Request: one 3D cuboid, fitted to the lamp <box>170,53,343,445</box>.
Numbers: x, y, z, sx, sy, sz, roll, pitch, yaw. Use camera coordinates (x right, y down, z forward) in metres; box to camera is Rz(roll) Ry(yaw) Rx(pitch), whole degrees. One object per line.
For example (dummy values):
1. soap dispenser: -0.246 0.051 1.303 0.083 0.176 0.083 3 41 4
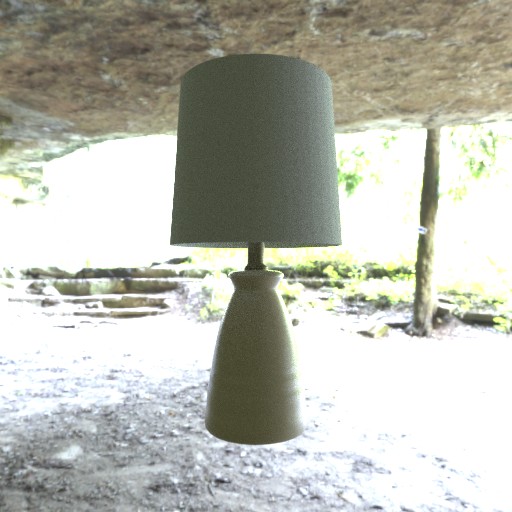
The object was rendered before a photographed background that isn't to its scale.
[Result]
1. lamp: 0.000 0.000 0.485 0.186 0.369 0.186 0 -1 0
